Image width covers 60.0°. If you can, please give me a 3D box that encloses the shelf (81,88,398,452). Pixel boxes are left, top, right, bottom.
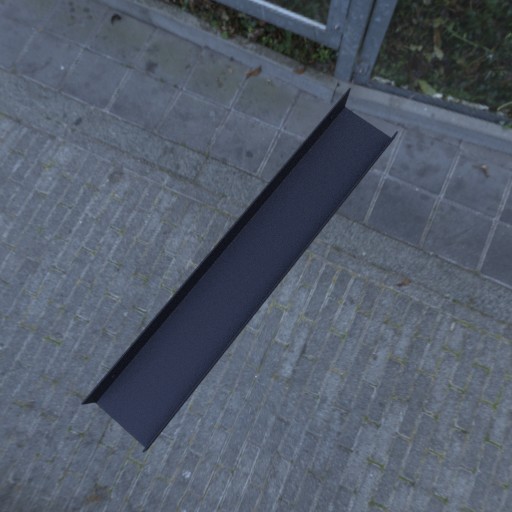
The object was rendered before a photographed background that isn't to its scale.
[{"bbox_3d":[0.000,0.000,0.654,0.102,0.053,0.605,37,78,9],"label":"shelf"}]
